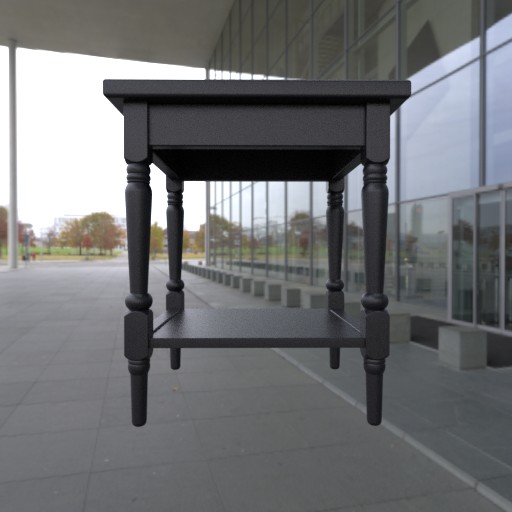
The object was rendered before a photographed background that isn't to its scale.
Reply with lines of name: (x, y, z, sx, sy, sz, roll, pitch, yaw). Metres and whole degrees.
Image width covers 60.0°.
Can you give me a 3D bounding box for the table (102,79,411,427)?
table: (0.000, 0.000, 0.922, 0.488, 0.565, 0.442, 0, 1, -1)
